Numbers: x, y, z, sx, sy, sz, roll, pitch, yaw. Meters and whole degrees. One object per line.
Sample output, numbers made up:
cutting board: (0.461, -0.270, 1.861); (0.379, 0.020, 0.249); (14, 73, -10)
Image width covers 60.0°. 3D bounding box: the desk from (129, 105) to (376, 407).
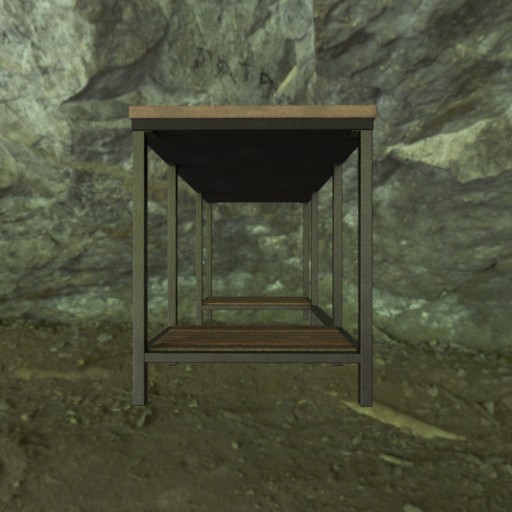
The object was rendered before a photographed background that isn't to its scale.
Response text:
desk: (0.000, 0.000, 1.874); (0.617, 0.753, 1.538); (0, 0, 1)
